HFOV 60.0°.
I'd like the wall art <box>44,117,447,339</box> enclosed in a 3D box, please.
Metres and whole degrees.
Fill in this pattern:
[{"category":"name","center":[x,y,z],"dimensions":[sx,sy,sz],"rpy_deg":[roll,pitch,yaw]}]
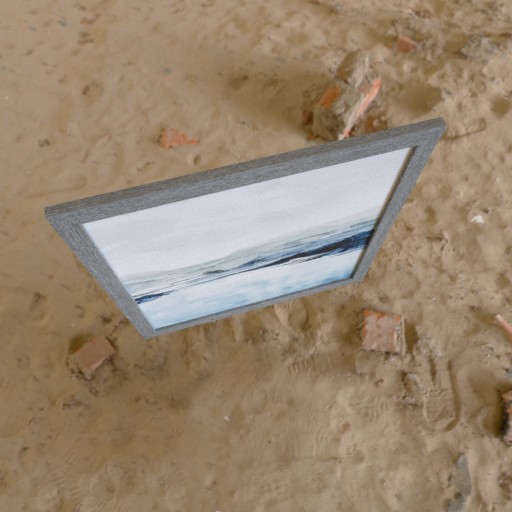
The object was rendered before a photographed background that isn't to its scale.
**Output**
[{"category":"wall art","center":[0.000,0.000,1.038],"dimensions":[0.685,0.685,0.020],"rpy_deg":[-14,65,-7]}]
